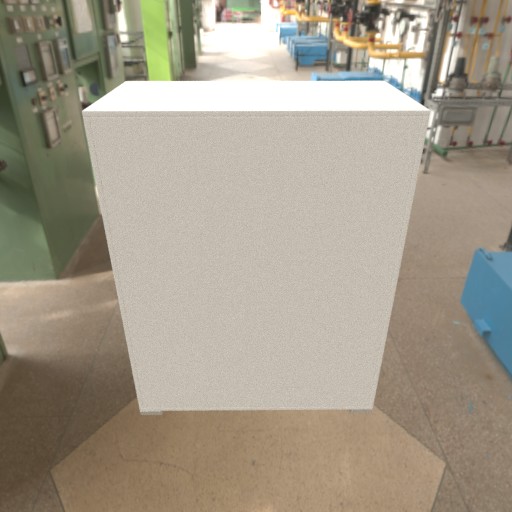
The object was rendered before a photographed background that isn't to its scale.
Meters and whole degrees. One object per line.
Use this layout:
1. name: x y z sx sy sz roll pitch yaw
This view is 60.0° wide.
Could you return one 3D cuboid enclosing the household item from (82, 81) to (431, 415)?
1. household item: 0.000 0.000 1.441 0.790 1.010 0.420 0 30 0
